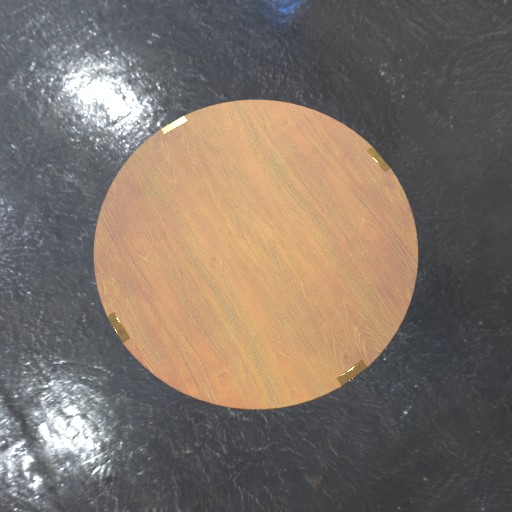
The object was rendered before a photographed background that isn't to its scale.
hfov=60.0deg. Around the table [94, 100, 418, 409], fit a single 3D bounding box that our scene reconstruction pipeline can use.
[{"bbox_3d":[0.000,0.000,1.716,1.100,0.420,1.100,0,74,0],"label":"table"}]
